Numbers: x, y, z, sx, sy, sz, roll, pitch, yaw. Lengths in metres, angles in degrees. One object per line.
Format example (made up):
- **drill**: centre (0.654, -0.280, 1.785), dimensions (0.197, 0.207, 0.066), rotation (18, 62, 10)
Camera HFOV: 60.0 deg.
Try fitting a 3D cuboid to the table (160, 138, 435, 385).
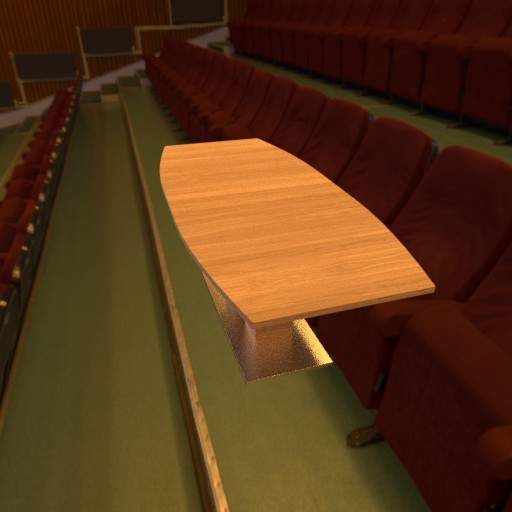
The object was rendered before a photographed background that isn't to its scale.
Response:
- **table**: centre (0.000, 0.000, 2.483), dimensions (0.900, 0.750, 2.032), rotation (-9, 31, -15)
